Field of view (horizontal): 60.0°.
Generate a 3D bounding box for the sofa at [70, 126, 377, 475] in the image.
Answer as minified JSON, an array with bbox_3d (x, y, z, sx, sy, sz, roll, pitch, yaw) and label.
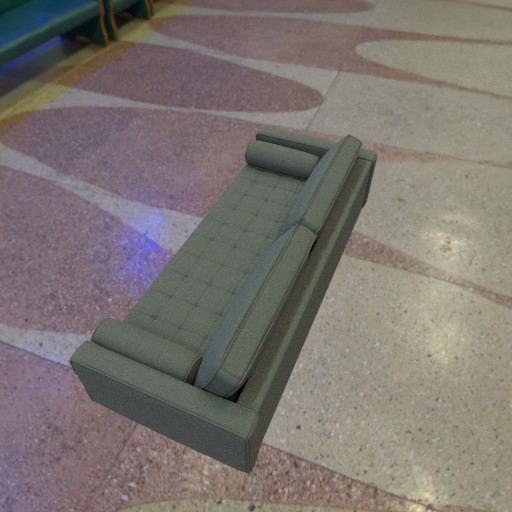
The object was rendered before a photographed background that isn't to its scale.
[{"bbox_3d":[0.000,0.000,2.676,0.914,0.762,2.198,18,49,16],"label":"sofa"}]
